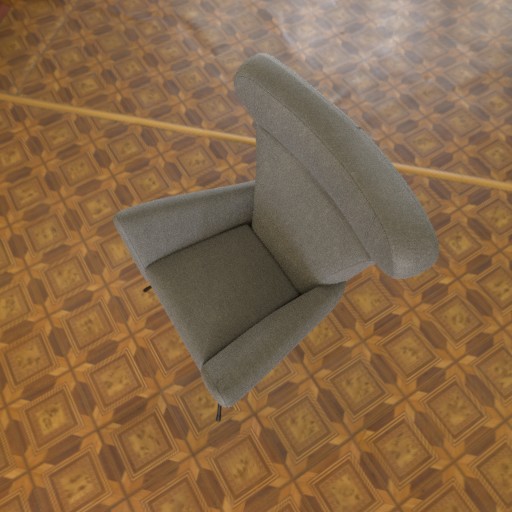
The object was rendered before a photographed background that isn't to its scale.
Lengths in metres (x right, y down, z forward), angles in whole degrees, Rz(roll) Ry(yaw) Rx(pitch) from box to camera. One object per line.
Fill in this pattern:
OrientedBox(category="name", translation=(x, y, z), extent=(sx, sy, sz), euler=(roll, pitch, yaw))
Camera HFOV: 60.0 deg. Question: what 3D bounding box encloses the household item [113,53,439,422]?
OrientedBox(category="household item", translation=(0.000, 0.000, 1.777), extent=(0.900, 1.050, 0.980), euler=(-29, 66, -14))
